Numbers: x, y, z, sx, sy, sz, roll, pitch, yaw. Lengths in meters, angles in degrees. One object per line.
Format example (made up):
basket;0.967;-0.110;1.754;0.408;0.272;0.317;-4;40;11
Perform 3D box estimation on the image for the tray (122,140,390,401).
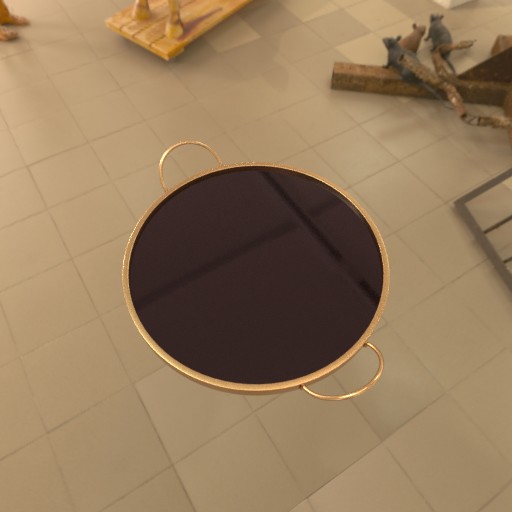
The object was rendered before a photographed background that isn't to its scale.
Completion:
tray;0.000;0.000;0.731;0.438;0.069;0.543;-28;62;-17
